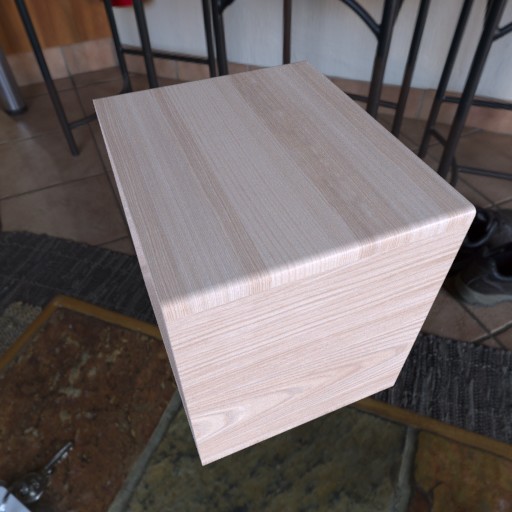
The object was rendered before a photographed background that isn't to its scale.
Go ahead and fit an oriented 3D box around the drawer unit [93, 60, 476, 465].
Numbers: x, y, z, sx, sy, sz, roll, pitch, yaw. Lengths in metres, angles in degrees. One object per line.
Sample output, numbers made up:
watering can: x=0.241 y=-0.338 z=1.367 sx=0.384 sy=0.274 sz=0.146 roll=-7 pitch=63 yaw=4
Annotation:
drawer unit: x=0.000 y=0.000 z=0.595 sx=0.290 sy=0.344 sz=0.344 roll=-17 pitch=49 yaw=-15
